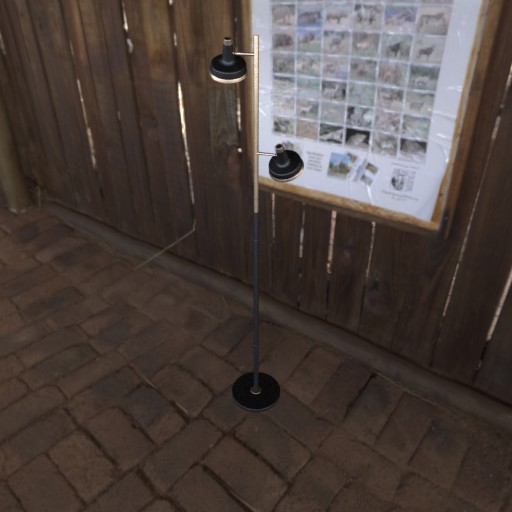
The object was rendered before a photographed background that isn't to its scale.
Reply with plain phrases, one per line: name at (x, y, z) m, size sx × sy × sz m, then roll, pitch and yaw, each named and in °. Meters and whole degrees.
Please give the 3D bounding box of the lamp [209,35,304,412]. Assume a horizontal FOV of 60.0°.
lamp at (0.000, 0.000, 1.869) m, size 0.351 × 1.674 × 0.253 m, roll 10°, pitch 33°, yaw 15°
